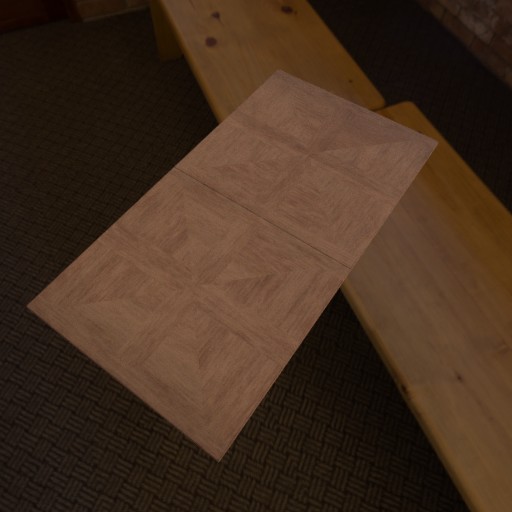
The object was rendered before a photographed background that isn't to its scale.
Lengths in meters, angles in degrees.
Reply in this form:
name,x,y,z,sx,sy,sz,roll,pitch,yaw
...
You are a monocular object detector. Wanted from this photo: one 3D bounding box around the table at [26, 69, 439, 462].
name,x,y,z,sx,sy,sz,roll,pitch,yaw
table,0.000,0.000,2.417,1.016,0.768,1.881,32,64,17
